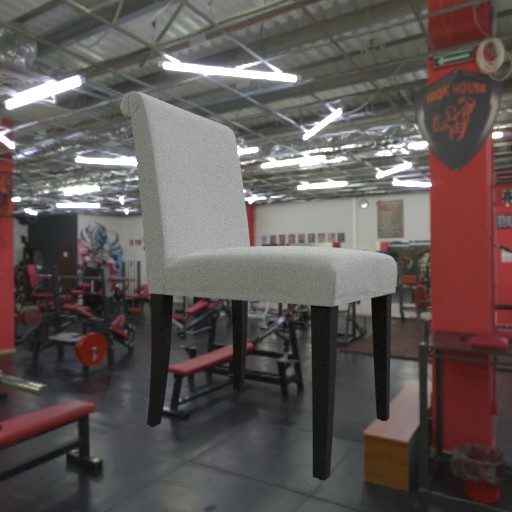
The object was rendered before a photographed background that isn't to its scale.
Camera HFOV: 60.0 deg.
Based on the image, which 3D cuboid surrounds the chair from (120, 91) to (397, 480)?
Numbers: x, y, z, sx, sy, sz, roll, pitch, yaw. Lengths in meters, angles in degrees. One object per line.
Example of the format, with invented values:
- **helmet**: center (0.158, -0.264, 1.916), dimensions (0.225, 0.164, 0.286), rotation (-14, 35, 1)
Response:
- **chair**: center (0.000, 0.000, 1.319), dimensions (0.708, 0.976, 0.452), rotation (0, 0, 34)
